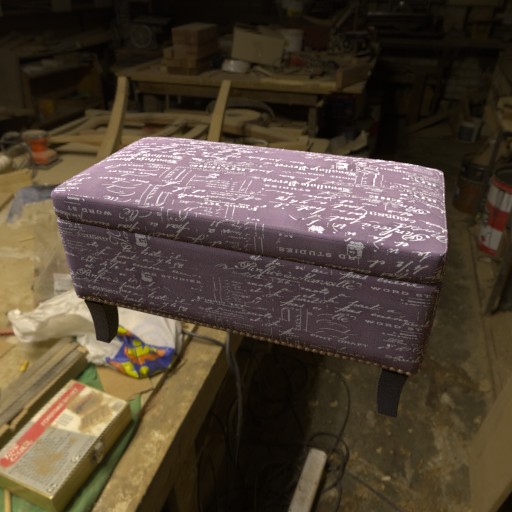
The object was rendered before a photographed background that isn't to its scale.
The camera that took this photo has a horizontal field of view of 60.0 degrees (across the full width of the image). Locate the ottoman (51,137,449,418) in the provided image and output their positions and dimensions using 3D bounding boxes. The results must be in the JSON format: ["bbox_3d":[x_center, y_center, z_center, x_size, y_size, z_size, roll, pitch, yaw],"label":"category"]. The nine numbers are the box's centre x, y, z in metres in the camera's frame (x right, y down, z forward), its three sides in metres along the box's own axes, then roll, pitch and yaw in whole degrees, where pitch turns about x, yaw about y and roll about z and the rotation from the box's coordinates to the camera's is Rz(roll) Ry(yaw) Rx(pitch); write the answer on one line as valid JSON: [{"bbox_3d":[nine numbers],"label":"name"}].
[{"bbox_3d":[0.000,0.000,1.090,0.813,0.457,0.406,10,34,15],"label":"ottoman"}]
